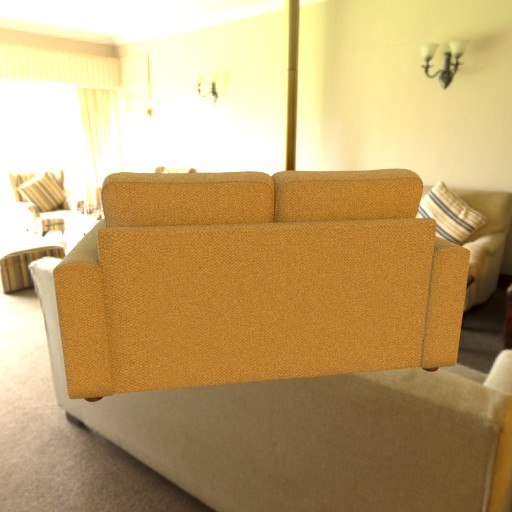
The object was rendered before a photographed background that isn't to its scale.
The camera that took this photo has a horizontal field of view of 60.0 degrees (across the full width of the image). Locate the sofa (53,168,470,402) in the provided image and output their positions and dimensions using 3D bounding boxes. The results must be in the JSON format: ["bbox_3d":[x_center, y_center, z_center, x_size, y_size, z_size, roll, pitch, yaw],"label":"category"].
[{"bbox_3d":[0.000,0.000,2.183,1.616,0.873,1.016,-2,15,-9],"label":"sofa"}]
